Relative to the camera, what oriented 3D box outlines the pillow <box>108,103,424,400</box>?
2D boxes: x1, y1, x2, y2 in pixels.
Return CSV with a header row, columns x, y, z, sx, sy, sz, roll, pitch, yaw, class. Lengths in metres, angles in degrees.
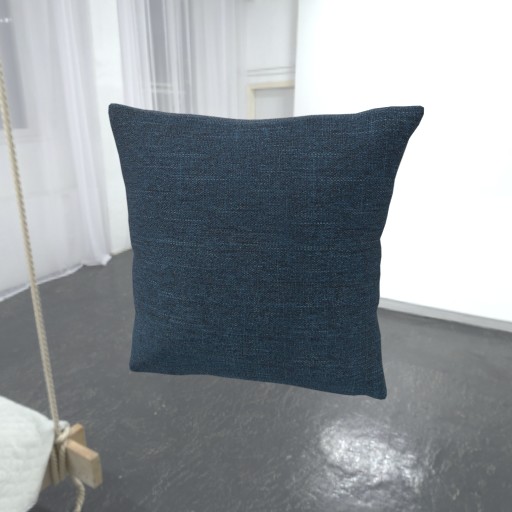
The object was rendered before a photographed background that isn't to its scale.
x,y,z,sx,sy,sz,roll,pitch,yaw,class
0.000,0.000,0.664,0.435,0.435,0.159,3,17,9,pillow
